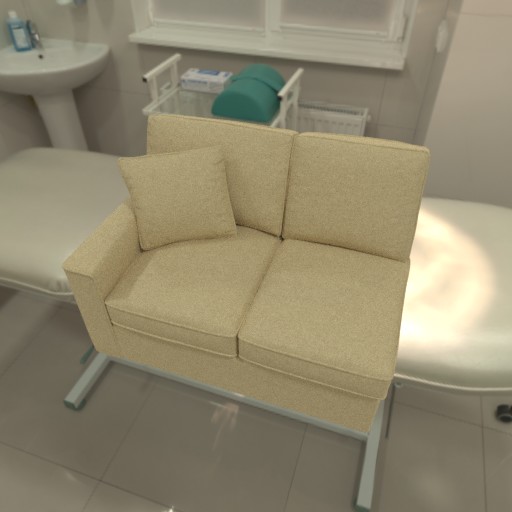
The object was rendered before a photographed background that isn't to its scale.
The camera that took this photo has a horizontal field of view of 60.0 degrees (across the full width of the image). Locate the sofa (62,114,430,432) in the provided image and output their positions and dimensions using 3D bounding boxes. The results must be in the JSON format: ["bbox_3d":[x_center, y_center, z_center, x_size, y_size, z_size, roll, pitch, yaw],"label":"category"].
[{"bbox_3d":[0.000,0.000,2.089,1.388,0.989,0.991,13,43,14],"label":"sofa"}]
